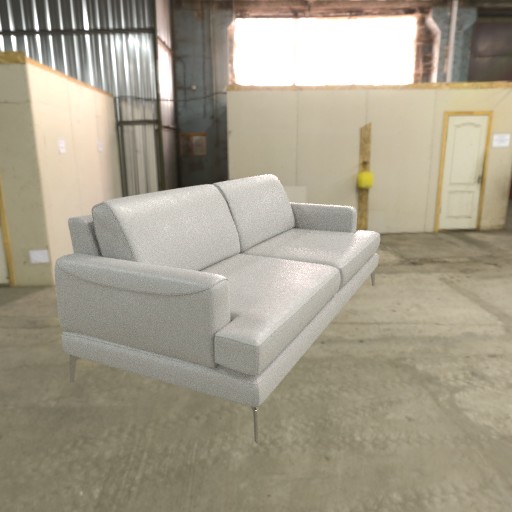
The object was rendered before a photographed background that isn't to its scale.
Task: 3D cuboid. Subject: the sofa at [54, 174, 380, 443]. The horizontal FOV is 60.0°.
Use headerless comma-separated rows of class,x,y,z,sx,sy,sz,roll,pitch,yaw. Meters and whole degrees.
sofa,0.000,0.000,2.416,0.974,0.765,1.940,7,16,25
